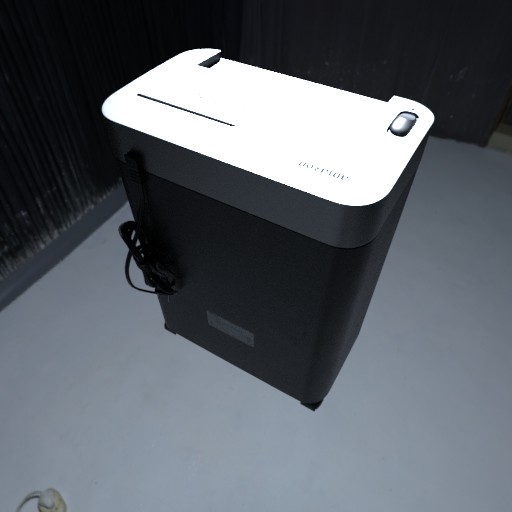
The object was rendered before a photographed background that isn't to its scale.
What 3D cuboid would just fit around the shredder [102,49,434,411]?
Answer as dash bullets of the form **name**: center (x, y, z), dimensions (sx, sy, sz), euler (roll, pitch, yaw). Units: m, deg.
- **shredder**: center (0.000, 0.000, 0.596), dimensions (0.311, 0.419, 0.237), euler (24, 52, 20)
